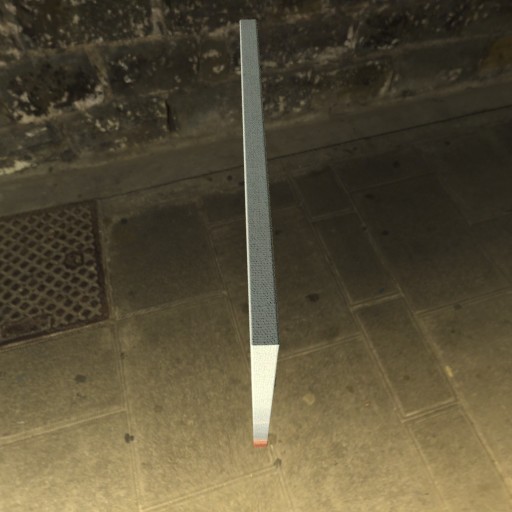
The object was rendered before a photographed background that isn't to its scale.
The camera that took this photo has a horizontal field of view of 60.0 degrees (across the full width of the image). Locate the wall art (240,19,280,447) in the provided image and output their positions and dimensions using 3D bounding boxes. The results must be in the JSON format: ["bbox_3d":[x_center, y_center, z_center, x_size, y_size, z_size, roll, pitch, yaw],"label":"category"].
[{"bbox_3d":[0.000,0.000,0.874,0.034,0.605,0.605,-2,57,-1],"label":"wall art"}]
